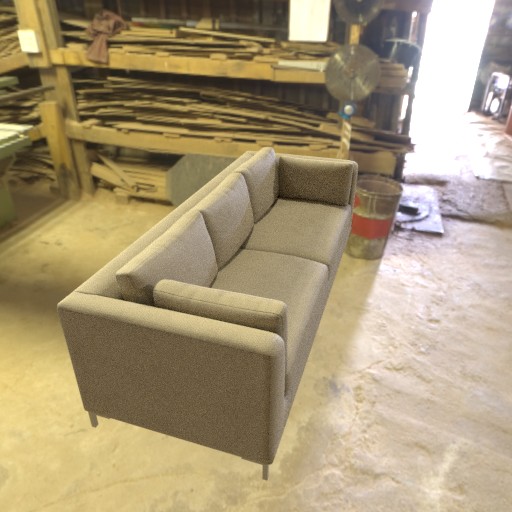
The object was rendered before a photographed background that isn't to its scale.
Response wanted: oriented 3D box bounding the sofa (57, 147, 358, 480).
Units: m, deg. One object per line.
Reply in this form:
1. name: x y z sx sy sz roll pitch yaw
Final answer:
1. sofa: 0.000 0.000 2.872 0.969 0.867 2.415 9 31 16
